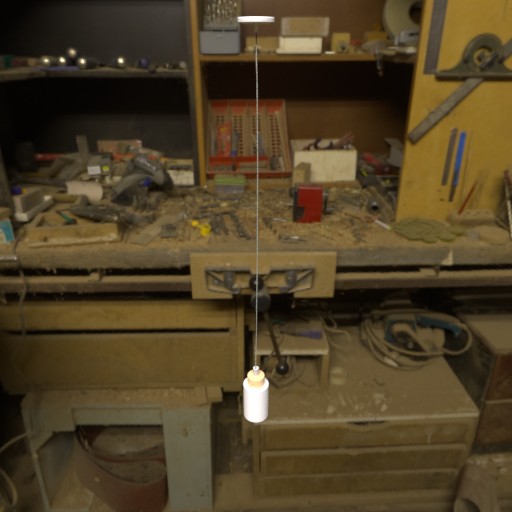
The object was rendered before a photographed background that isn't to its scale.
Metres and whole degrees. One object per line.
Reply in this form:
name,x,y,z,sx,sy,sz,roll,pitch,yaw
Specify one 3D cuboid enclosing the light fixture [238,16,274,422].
light fixture,0.000,0.000,1.894,0.125,1.798,0.125,0,26,-1
